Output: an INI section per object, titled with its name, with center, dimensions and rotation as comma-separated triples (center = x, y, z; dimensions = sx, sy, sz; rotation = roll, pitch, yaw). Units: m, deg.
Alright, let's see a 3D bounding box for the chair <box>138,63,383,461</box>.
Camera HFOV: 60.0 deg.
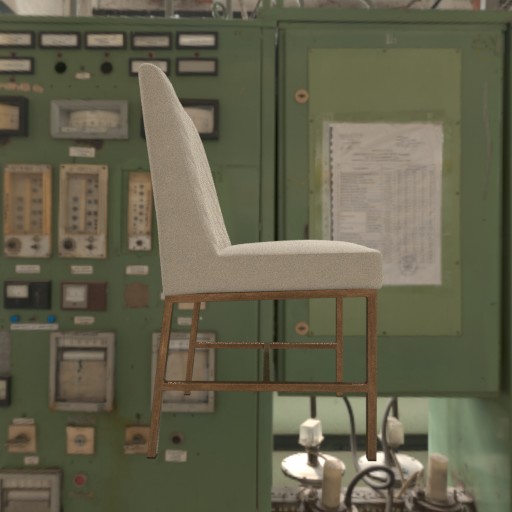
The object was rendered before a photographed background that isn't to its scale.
[chair]
center = 0.000, 0.000, 1.252
dimensions = 0.597, 0.933, 0.503
rotation = 0, 0, 1
